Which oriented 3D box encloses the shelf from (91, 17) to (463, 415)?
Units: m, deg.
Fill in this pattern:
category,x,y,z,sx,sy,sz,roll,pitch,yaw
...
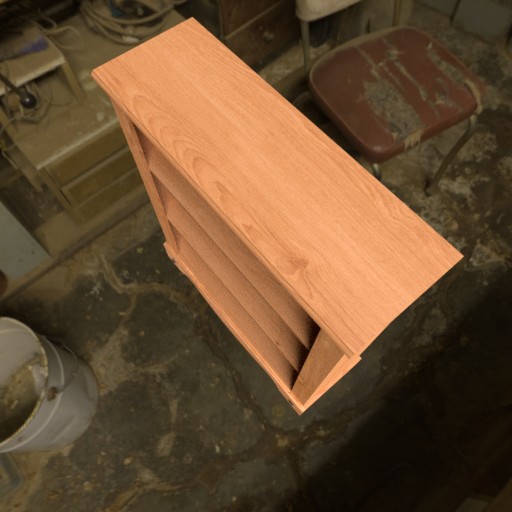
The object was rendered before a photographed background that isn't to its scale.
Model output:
category,x,y,z,sx,sy,sz,roll,pitch,yaw
shelf,0.000,0.000,1.351,0.291,0.980,0.840,-37,70,-16
